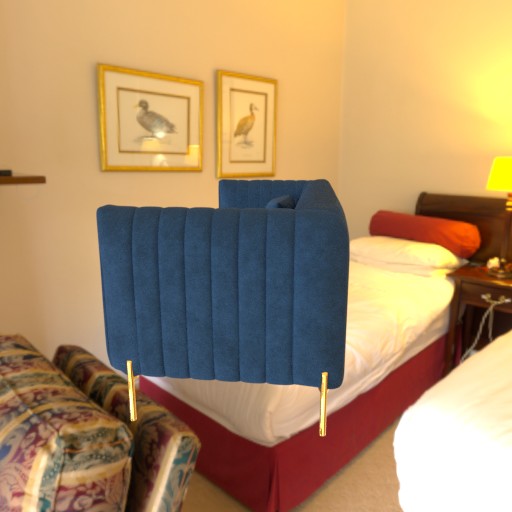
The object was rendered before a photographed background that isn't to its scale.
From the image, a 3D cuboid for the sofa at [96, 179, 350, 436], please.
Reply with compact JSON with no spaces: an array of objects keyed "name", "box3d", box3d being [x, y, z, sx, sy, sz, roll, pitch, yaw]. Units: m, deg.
[{"name":"sofa","box3d":[0.000,0.000,2.516,0.896,0.793,2.136,2,13,7]}]
